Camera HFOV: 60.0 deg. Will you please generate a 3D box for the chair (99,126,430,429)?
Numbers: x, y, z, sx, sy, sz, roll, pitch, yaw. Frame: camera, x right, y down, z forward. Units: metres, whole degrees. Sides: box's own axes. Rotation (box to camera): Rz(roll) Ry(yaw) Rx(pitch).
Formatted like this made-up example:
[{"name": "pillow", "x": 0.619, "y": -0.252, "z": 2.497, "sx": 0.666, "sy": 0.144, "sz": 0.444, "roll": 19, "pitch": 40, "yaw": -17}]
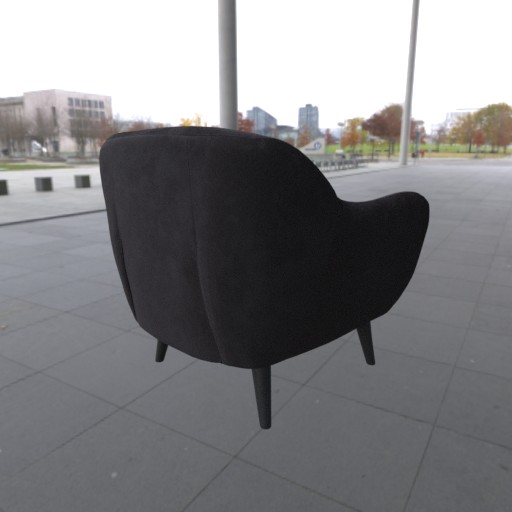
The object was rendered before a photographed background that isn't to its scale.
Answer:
[{"name": "chair", "x": 0.000, "y": 0.000, "z": 1.491, "sx": 0.819, "sy": 0.807, "sz": 0.840, "roll": -13, "pitch": 19, "yaw": -42}]
